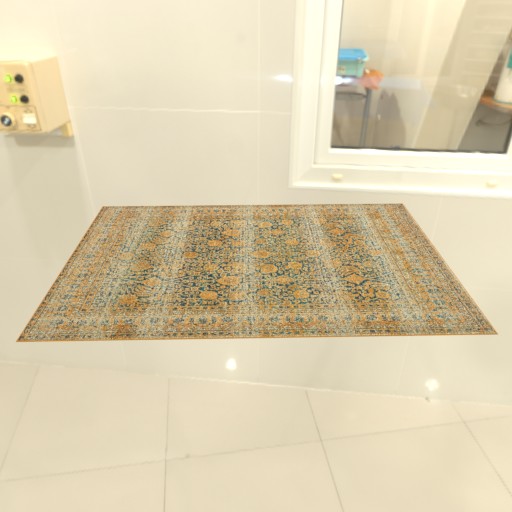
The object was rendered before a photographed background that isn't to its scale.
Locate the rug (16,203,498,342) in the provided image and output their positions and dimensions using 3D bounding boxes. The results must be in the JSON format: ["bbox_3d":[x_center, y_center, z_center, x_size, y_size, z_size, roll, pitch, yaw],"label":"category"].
[{"bbox_3d":[0.000,0.000,2.798,2.336,0.007,1.525,-1,31,-1],"label":"rug"}]
